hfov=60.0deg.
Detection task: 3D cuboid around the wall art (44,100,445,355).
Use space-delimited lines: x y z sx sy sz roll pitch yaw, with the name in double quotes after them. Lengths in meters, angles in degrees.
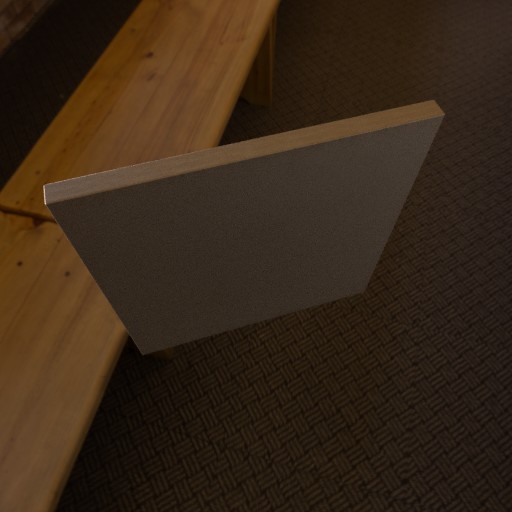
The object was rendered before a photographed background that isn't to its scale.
0.000 0.000 0.757 0.503 0.506 0.030 -15 59 -9 "wall art"
